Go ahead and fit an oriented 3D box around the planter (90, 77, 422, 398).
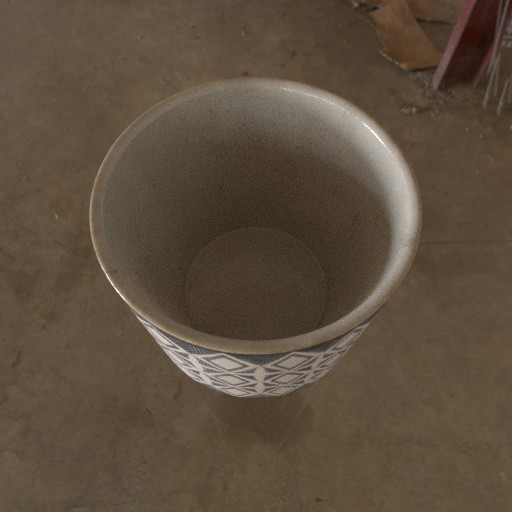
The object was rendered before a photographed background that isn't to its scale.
[{"bbox_3d":[0.000,0.000,0.332,0.192,0.165,0.192,0,63,0],"label":"planter"}]
